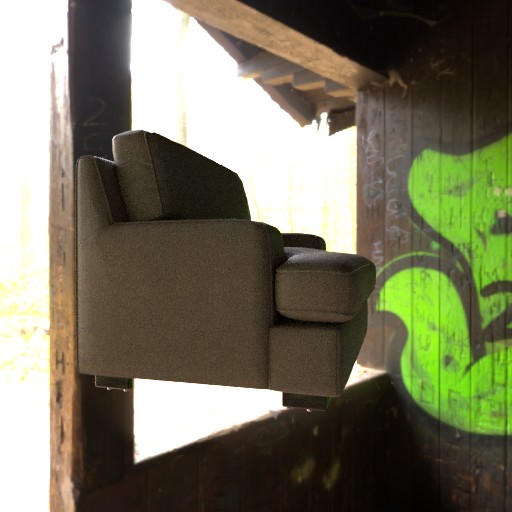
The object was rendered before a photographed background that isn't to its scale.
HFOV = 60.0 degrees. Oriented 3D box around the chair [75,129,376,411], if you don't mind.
[{"bbox_3d":[0.000,0.000,2.038,1.043,0.974,1.270,0,0,18],"label":"chair"}]
